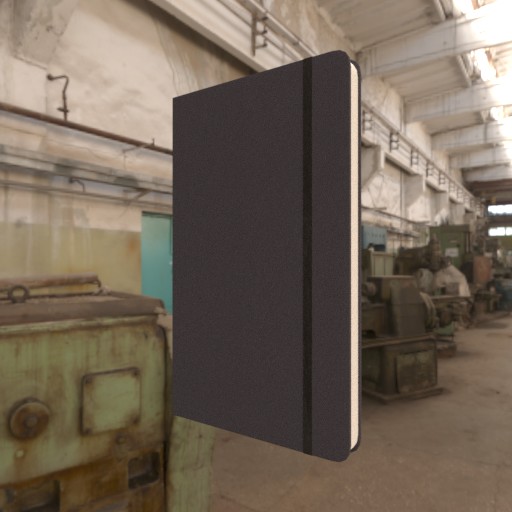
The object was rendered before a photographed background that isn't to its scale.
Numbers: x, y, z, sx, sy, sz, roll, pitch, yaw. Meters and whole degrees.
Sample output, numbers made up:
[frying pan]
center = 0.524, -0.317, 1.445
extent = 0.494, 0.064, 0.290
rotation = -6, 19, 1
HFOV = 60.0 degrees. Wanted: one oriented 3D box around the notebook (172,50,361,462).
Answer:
[notebook]
center = 0.000, 0.000, 0.266
extent = 0.127, 0.213, 0.016
rotation = 0, 0, 35
